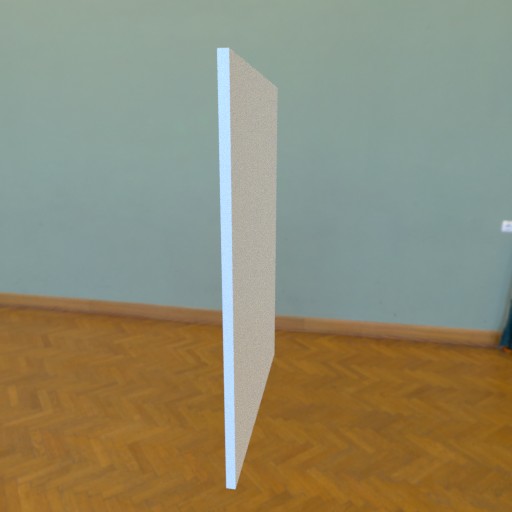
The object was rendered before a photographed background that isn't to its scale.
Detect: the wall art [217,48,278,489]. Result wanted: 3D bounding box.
[{"bbox_3d":[0.000,0.000,0.694,0.013,0.533,0.381,3,15,10],"label":"wall art"}]
